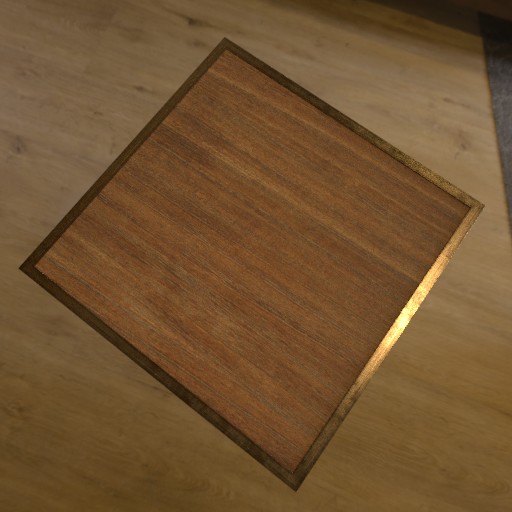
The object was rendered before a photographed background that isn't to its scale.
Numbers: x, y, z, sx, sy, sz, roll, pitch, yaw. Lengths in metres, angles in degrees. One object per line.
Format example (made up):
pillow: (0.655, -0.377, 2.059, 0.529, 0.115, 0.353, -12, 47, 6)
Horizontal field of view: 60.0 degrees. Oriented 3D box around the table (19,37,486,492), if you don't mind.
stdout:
table: (0.000, 0.000, 1.418, 0.909, 0.451, 0.899, 36, 79, 8)
